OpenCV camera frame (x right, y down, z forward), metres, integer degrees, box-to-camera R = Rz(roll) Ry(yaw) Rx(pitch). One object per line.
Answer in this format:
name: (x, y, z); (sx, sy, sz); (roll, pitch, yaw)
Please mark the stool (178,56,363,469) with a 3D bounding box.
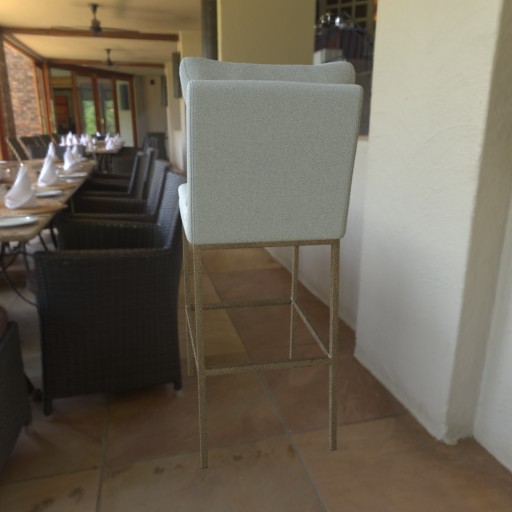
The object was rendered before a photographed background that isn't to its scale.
stool: (0.000, 0.000, 1.434); (0.463, 1.125, 0.572); (-3, 16, -11)
